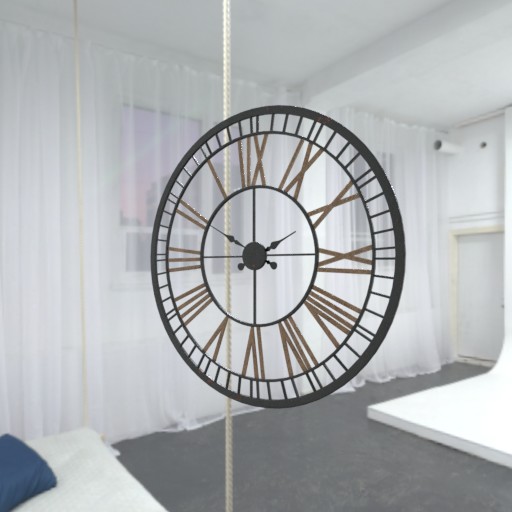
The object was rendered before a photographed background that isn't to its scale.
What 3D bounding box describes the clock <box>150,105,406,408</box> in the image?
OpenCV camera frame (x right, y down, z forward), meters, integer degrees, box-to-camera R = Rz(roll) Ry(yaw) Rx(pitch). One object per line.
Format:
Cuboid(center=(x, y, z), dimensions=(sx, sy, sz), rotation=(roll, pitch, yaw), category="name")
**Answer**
Cuboid(center=(0.000, 0.000, 1.263), dimensions=(0.843, 0.843, 0.025), rotation=(-1, -2, 34), category="clock")
